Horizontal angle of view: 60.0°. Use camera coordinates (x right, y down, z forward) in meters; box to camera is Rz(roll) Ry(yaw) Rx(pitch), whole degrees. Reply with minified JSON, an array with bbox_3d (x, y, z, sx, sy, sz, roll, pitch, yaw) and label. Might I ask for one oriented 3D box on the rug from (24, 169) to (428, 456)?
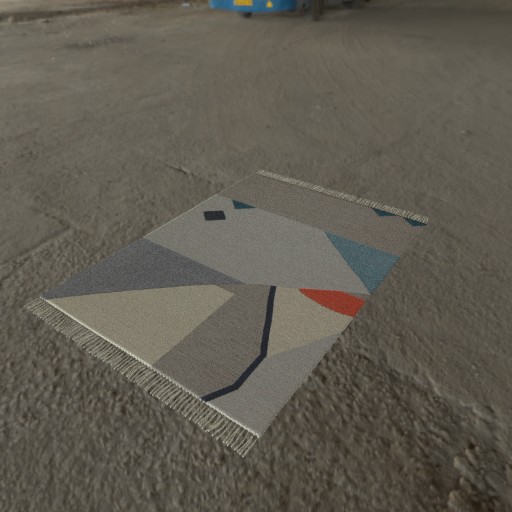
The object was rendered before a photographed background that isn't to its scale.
[{"bbox_3d":[0.000,0.000,2.266,1.220,0.005,1.828,22,40,29],"label":"rug"}]
